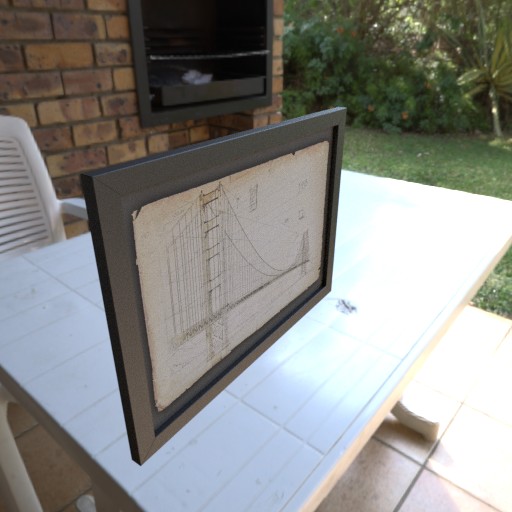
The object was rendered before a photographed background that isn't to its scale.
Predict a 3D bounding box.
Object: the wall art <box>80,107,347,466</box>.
[{"bbox_3d":[0.000,0.000,0.551,0.016,0.306,0.432,17,31,31],"label":"wall art"}]
